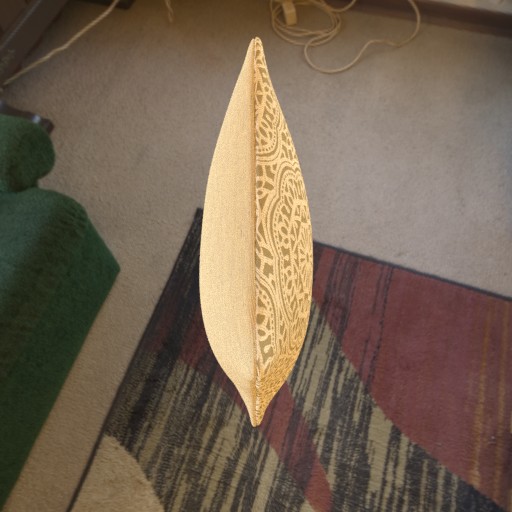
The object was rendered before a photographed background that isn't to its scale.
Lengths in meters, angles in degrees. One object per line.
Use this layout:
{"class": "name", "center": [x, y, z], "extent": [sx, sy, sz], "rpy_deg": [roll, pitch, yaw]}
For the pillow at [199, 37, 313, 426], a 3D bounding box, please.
{"class": "pillow", "center": [0.000, 0.000, 0.657], "extent": [0.167, 0.421, 0.438], "rpy_deg": [0, 63, 0]}
